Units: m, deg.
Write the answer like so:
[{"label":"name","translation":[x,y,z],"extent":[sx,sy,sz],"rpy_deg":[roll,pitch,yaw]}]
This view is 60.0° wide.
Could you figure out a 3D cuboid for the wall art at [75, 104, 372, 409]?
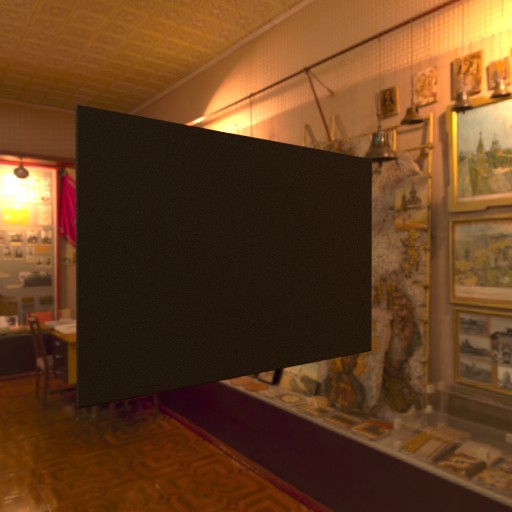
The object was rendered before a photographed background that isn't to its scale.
[{"label":"wall art","translation":[0.000,0.000,1.244],"extent":[0.958,0.656,0.026],"rpy_deg":[0,1,-35]}]
